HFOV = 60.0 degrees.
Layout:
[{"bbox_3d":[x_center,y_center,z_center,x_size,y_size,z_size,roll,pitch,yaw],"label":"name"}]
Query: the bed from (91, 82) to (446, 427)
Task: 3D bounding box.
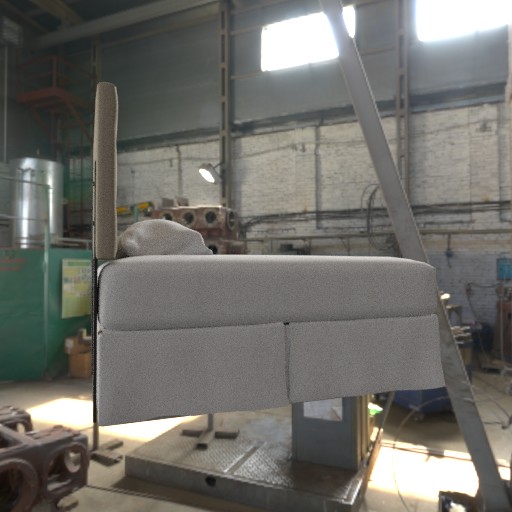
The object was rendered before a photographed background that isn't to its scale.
[{"bbox_3d":[0.000,0.000,2.875,1.997,1.571,1.261,0,-1,-21],"label":"bed"}]
